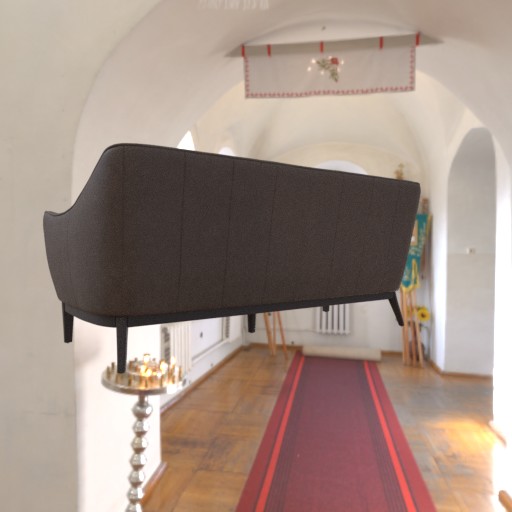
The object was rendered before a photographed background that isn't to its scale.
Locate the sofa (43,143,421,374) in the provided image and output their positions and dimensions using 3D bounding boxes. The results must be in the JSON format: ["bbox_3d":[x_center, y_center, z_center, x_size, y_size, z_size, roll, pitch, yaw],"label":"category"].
[{"bbox_3d":[0.000,0.000,2.339,1.928,0.831,0.869,-1,2,-36],"label":"sofa"}]
